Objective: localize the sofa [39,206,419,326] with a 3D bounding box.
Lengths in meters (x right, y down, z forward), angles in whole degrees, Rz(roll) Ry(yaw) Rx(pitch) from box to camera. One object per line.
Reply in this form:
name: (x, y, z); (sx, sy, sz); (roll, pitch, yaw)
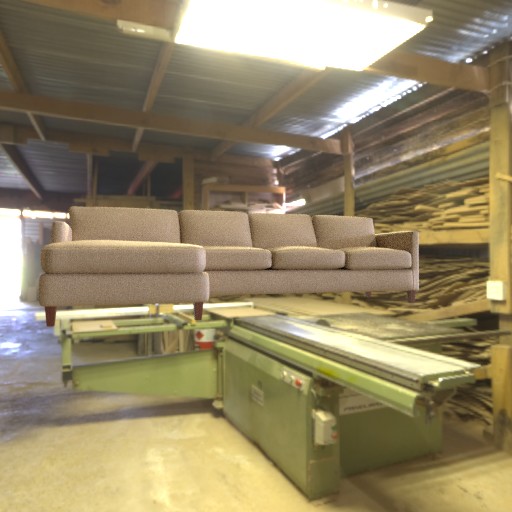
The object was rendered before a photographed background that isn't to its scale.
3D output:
sofa: (0.000, 0.000, 3.770); (3.201, 0.876, 1.502); (0, -1, -18)
